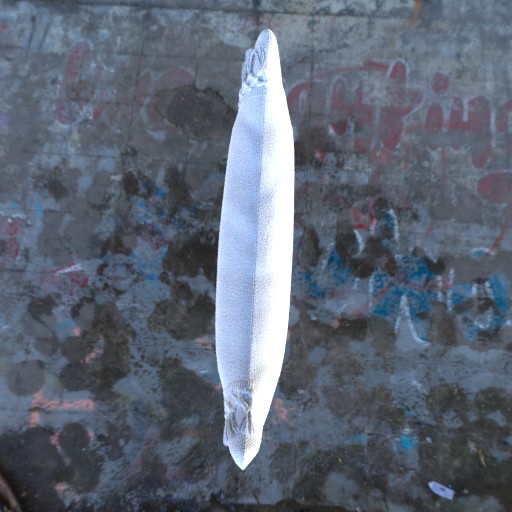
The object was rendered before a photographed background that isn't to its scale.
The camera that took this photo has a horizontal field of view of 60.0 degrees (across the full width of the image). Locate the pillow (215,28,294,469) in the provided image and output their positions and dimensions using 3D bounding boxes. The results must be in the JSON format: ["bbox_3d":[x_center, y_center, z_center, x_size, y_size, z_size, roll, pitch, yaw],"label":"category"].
[{"bbox_3d":[0.000,0.000,0.588,0.084,0.305,0.466,3,75,1],"label":"pillow"}]
